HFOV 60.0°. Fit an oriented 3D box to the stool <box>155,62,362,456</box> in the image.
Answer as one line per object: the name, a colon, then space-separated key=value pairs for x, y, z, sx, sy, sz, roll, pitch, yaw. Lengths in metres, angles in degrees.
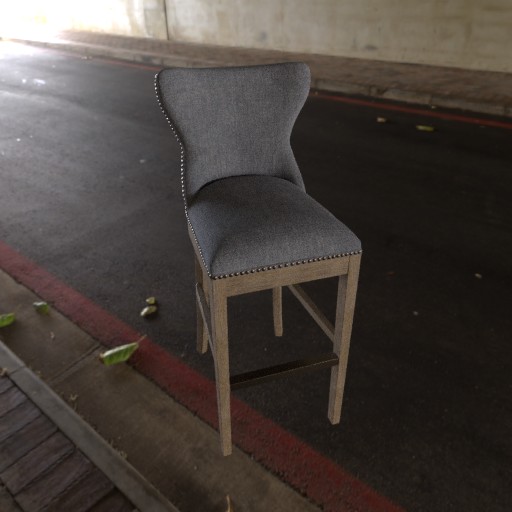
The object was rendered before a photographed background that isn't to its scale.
stool: x=0.000 y=0.000 z=1.473 sx=0.494 sy=1.123 sz=0.606 roll=-10 pitch=33 yaw=-15
